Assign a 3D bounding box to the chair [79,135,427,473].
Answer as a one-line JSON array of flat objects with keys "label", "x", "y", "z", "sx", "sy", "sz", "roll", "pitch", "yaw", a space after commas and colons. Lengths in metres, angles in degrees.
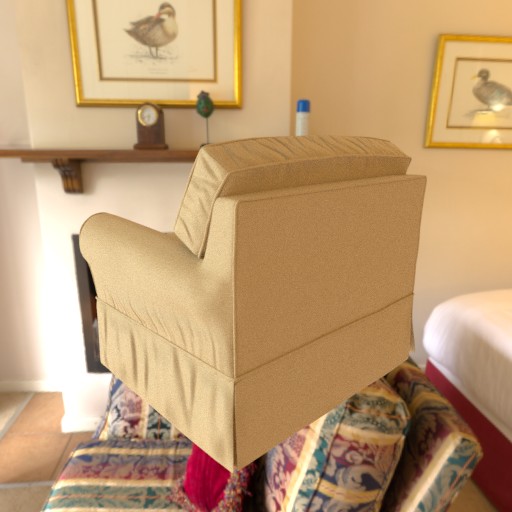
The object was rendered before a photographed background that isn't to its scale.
[{"label": "chair", "x": 0.000, "y": 0.000, "z": 1.779, "sx": 1.096, "sy": 0.937, "sz": 0.903, "roll": -14, "pitch": 21, "yaw": -41}]
